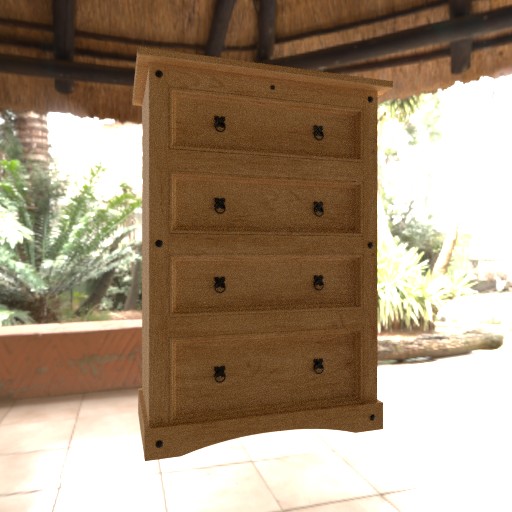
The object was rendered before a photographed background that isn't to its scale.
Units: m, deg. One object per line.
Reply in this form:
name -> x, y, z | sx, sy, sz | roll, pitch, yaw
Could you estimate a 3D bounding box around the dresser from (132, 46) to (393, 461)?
dresser -> 0.000, 0.000, 1.733 | 0.915, 1.300, 0.485 | 0, 0, -17
